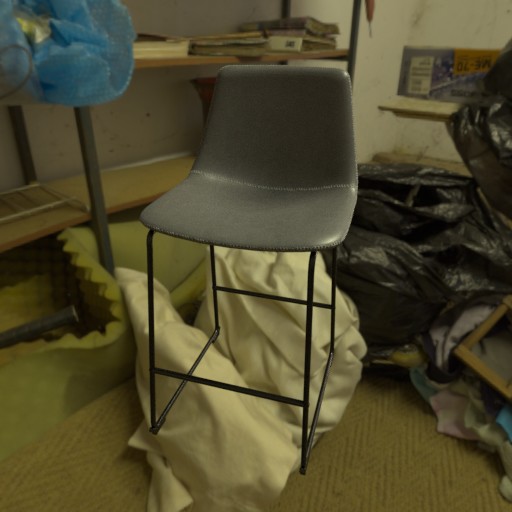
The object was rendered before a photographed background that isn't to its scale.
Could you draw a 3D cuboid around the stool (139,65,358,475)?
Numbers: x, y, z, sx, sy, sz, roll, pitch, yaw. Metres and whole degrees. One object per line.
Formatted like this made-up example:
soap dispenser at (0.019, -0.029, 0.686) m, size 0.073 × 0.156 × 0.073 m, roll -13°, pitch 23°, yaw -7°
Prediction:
stool at (0.000, 0.000, 1.148) m, size 0.470 × 0.876 × 0.546 m, roll 8°, pitch 28°, yaw 15°
